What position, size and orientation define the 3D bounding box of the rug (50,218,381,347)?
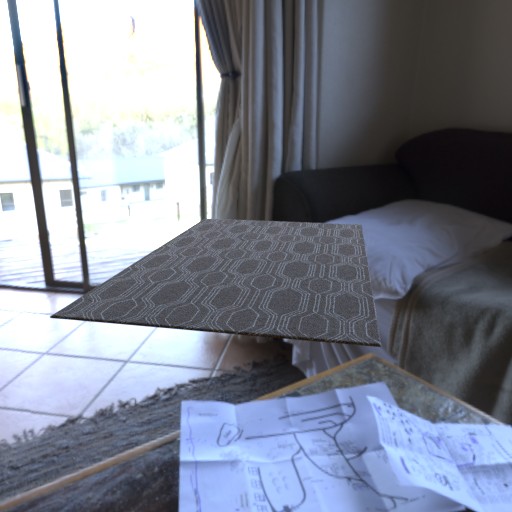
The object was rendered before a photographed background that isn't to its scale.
[{"bbox_3d":[0.000,0.000,3.140,1.541,0.012,2.457,3,16,11],"label":"rug"}]
